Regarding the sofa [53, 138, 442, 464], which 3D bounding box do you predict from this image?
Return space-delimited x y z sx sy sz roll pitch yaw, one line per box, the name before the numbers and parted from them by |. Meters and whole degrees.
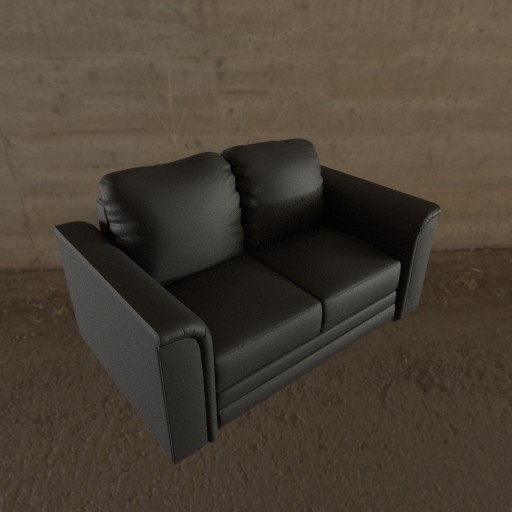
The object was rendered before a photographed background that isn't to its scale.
sofa | 0.000 0.000 1.943 1.386 0.845 0.887 -22 36 -33
